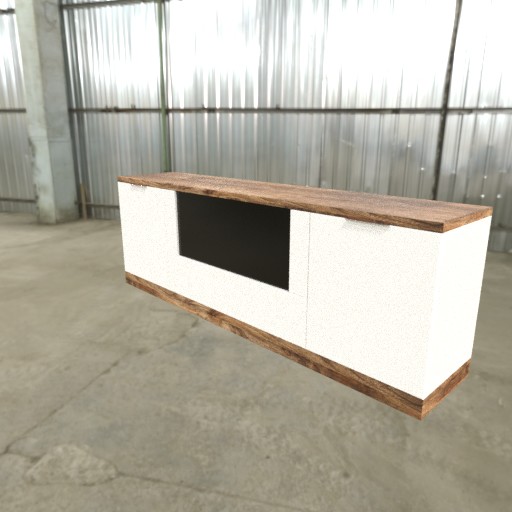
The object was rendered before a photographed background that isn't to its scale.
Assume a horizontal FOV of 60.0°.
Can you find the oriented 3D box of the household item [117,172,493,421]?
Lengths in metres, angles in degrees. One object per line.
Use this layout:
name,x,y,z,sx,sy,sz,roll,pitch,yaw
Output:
household item,0.000,0.000,2.009,0.390,0.615,1.800,-15,22,-42
